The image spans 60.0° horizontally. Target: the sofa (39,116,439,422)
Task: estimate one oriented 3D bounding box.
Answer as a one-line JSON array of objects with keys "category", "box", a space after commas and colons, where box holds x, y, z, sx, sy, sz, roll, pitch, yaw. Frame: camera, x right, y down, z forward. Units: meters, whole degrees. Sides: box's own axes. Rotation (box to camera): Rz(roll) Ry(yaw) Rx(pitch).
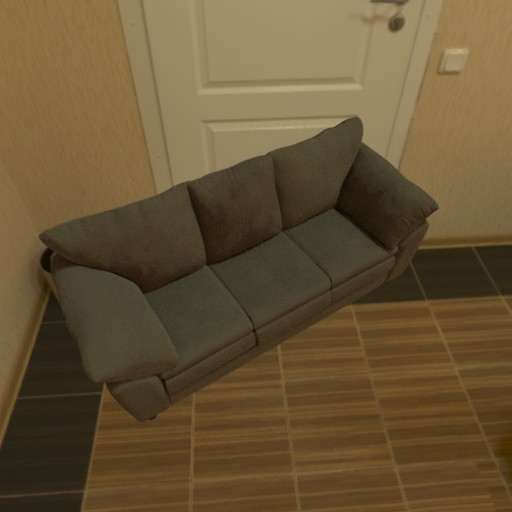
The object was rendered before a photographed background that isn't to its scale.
[{"category": "sofa", "box": [0.000, 0.000, 2.826, 2.336, 1.073, 0.878, -25, 51, -22]}]
